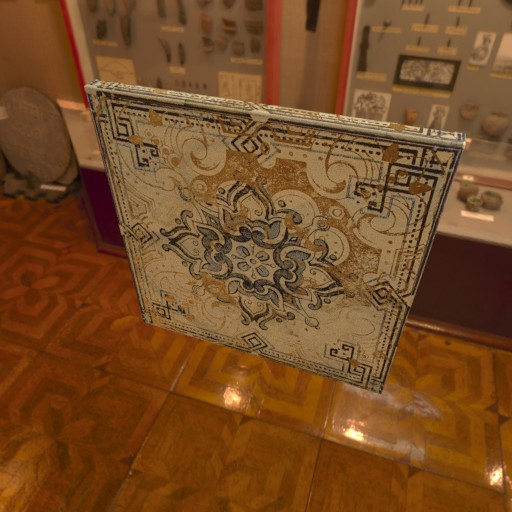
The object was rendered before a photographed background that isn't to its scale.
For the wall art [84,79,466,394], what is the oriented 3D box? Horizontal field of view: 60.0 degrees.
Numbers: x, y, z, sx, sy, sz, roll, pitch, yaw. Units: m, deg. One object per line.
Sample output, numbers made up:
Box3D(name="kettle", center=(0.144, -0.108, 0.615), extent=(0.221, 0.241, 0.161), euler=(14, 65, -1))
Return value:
Box3D(name="wall art", center=(0.000, 0.000, 0.881), extent=(0.609, 0.607, 0.036), euler=(14, 43, 15))
